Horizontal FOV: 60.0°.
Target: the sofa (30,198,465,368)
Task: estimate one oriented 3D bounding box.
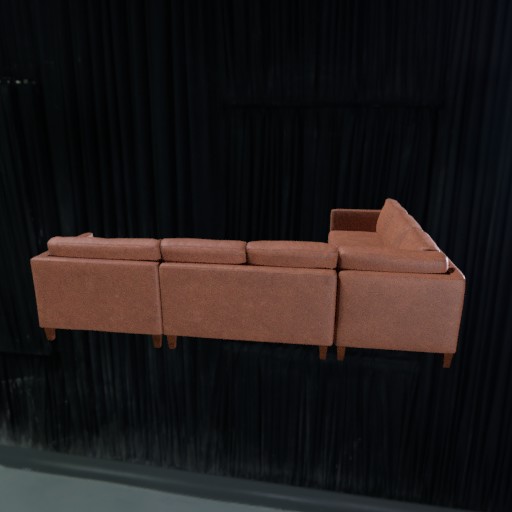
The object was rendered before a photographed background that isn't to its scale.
[{"bbox_3d":[0.000,0.000,4.695,3.460,0.923,2.593,2,17,8],"label":"sofa"}]
